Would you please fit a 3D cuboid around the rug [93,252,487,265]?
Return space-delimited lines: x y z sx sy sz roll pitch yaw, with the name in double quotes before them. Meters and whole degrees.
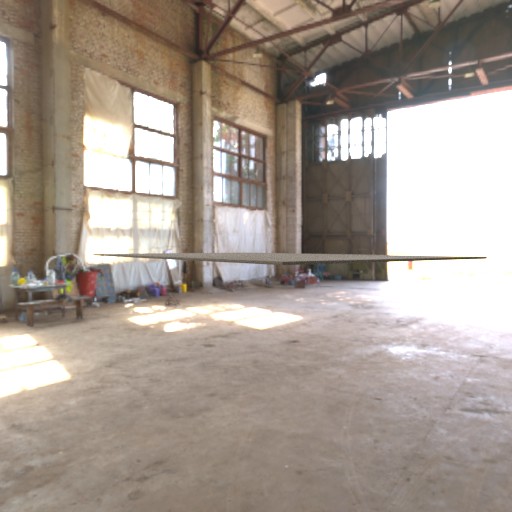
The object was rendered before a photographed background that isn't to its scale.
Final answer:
"rug" 0.000 0.000 3.090 1.524 0.014 2.438 -1 1 -36
